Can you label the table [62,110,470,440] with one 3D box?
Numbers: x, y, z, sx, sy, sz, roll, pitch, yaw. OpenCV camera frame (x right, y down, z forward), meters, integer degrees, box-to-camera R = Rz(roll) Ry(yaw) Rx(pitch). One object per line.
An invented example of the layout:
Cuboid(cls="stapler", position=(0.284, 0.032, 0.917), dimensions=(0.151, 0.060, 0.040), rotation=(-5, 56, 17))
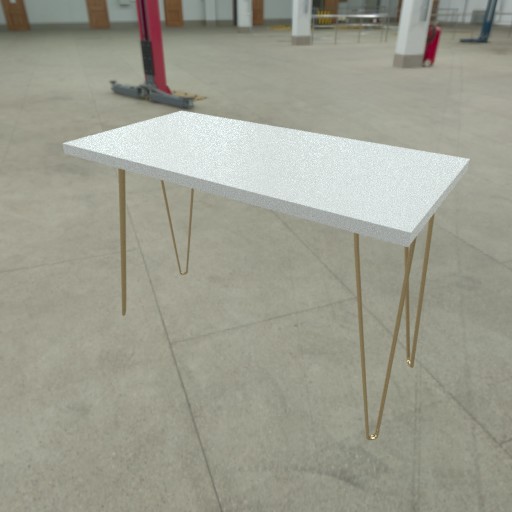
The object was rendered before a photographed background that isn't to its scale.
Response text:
Cuboid(cls="table", position=(0.000, 0.000, 1.366), dimensions=(0.991, 0.660, 0.498), rotation=(19, 35, 29))
